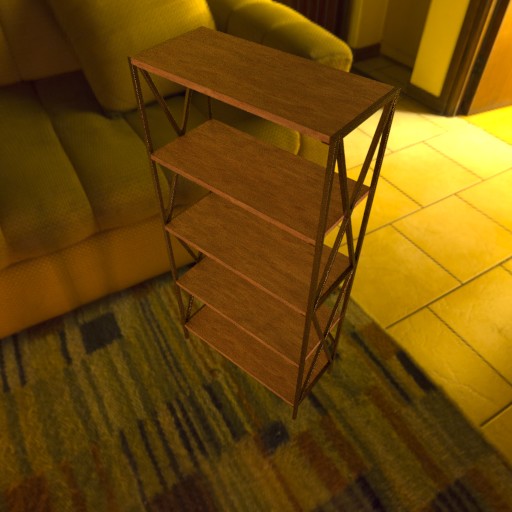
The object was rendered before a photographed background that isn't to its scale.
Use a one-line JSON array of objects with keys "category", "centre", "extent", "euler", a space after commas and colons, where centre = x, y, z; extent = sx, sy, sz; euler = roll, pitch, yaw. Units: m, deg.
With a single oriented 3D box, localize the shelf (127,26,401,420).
[{"category": "shelf", "centre": [0.000, 0.000, 2.150], "extent": [0.874, 1.803, 0.386], "euler": [30, 53, 26]}]
